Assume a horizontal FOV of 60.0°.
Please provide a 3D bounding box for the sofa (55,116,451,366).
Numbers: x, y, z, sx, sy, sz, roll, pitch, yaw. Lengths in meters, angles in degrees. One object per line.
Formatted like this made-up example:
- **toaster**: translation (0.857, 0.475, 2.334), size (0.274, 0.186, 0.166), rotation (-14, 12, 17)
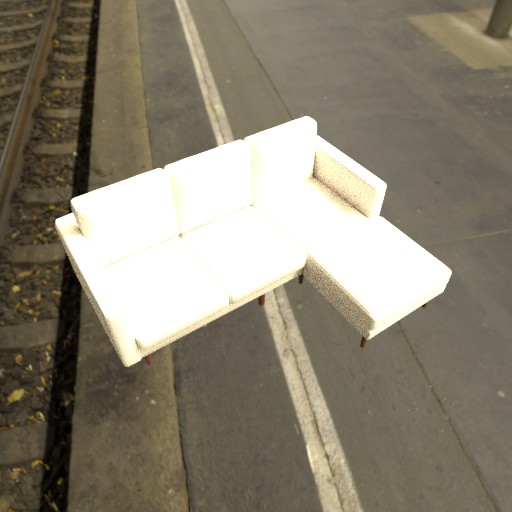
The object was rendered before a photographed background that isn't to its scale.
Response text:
- **sofa**: translation (0.000, 0.000, 2.882), size (2.029, 0.899, 1.580), rotation (-26, 51, -23)
